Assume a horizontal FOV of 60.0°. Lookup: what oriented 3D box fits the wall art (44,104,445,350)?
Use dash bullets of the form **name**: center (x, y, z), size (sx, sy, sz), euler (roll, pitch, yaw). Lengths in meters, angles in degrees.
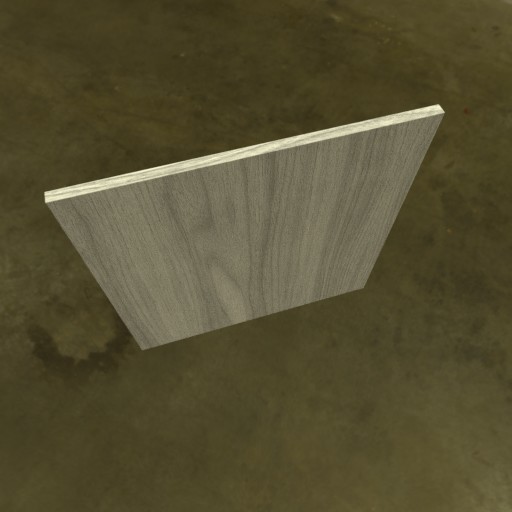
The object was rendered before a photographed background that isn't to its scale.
- **wall art**: center (0.000, 0.000, 0.760), size (0.508, 0.507, 0.016), euler (-15, 60, -9)
